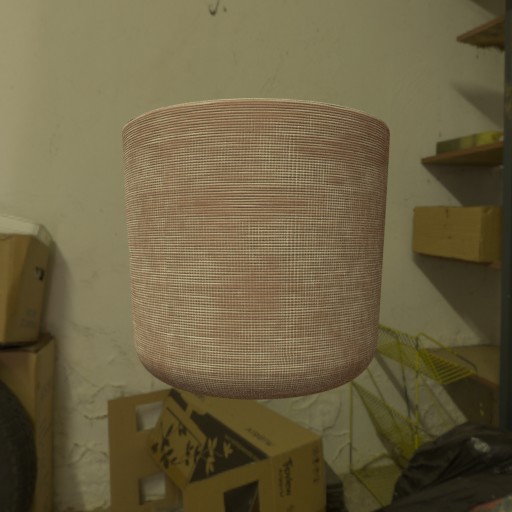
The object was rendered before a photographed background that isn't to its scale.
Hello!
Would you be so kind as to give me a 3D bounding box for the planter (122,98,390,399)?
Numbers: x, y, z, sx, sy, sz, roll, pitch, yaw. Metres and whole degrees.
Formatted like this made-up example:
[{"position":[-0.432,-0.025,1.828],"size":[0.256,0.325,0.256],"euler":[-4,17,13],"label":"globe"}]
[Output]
[{"position":[0.000,0.000,0.766],"size":[0.440,0.398,0.440],"euler":[0,2,0],"label":"planter"}]
